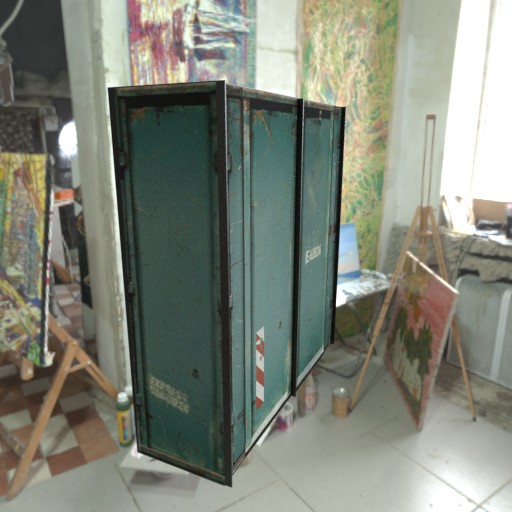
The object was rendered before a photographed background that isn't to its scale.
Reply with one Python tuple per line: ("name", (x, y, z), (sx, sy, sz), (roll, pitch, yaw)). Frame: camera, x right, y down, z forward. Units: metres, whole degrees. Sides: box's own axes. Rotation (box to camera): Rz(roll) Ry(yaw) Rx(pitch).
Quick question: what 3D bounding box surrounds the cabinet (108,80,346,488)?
("cabinet", (0.000, 0.000, 3.232), (0.680, 2.160, 2.000), (7, 17, 25))
